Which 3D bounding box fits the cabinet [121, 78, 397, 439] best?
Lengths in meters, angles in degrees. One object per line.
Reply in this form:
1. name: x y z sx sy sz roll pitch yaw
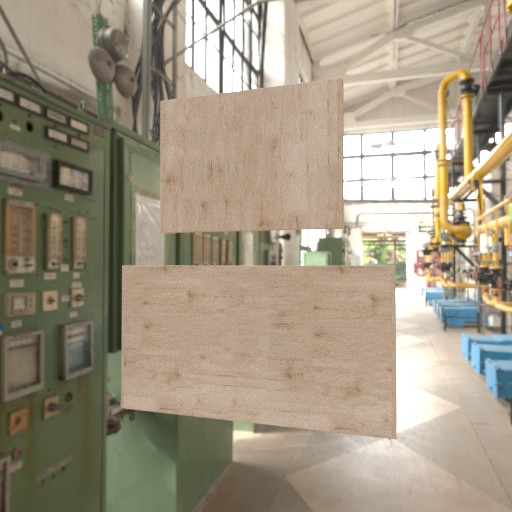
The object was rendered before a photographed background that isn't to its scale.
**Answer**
1. cabinet: 0.000 0.000 2.835 1.700 1.981 0.420 0 -1 18
